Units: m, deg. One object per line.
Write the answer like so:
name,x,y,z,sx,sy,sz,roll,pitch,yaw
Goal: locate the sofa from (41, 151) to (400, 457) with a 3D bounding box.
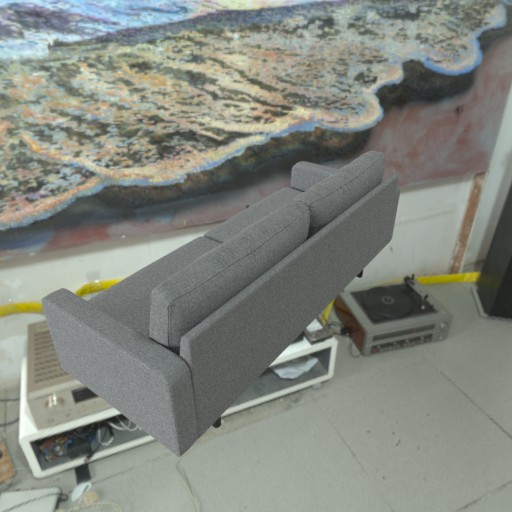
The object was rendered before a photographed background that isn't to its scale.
sofa,0.000,0.000,2.622,0.880,0.880,2.200,21,38,30
